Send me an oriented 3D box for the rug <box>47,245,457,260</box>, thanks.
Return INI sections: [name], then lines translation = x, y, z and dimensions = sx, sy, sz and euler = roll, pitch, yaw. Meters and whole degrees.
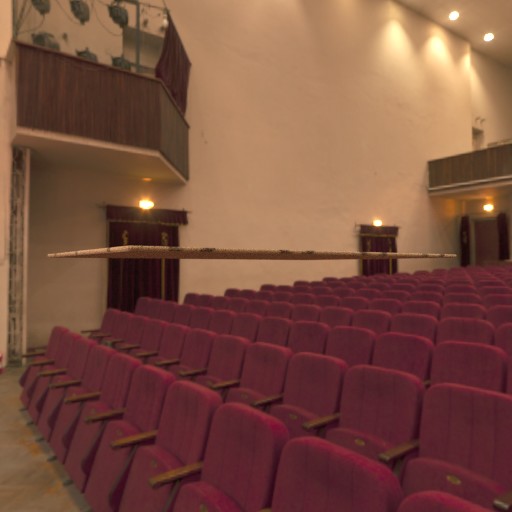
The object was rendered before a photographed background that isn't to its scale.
[rug]
translation = 0.000, 0.000, 3.495
dimensions = 2.701, 0.026, 1.801
euler = 1, -2, -36
